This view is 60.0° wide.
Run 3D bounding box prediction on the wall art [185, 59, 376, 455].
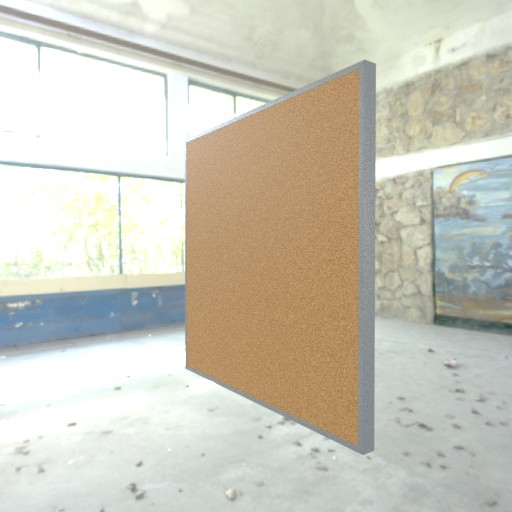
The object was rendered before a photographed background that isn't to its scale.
[{"bbox_3d":[0.000,0.000,1.243,0.038,0.807,0.809,-1,1,-36],"label":"wall art"}]
